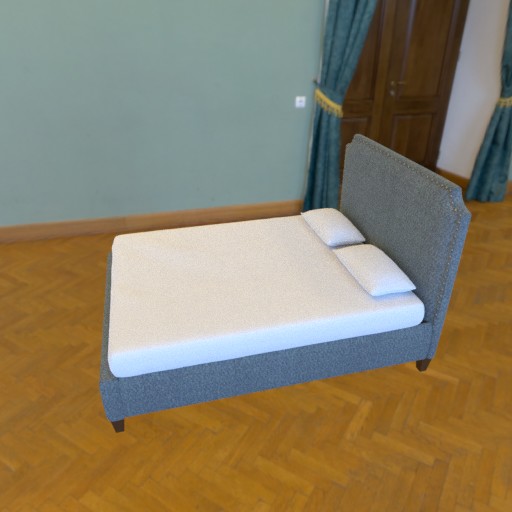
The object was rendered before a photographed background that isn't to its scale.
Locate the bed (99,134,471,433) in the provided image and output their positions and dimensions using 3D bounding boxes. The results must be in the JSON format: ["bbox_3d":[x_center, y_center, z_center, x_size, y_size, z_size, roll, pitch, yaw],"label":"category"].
[{"bbox_3d":[0.000,0.000,3.472,2.372,1.443,1.712,-7,30,-13],"label":"bed"}]
